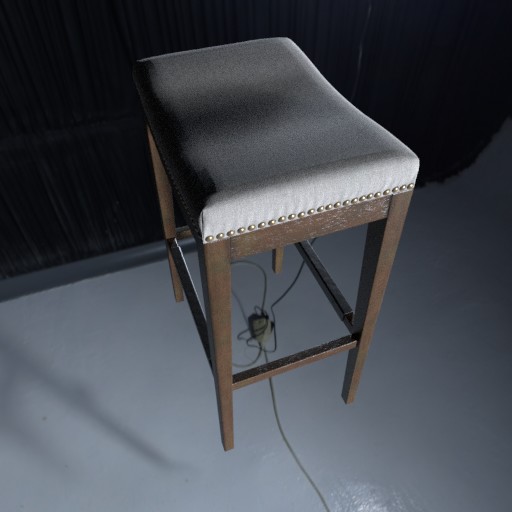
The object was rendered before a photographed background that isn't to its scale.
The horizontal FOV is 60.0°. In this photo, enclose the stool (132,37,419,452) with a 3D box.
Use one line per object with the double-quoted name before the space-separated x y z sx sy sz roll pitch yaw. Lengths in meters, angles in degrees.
"stool" 0.000 0.000 1.005 0.356 0.762 0.508 -16 49 -14
